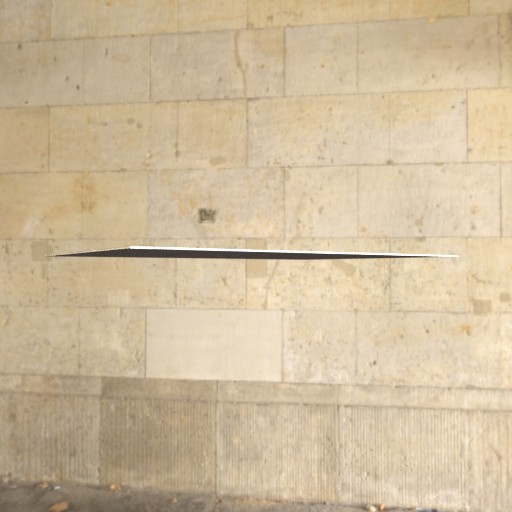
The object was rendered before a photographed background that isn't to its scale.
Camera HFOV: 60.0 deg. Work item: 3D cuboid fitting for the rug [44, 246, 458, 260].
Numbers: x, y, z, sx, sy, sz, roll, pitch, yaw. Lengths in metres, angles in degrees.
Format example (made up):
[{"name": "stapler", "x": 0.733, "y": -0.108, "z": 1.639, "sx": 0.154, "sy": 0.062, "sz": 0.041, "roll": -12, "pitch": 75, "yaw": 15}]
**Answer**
[{"name": "rug", "x": 0.000, "y": 0.000, "z": 2.320, "sx": 1.813, "sy": 0.006, "sz": 1.202, "roll": 1, "pitch": -2, "yaw": -36}]
